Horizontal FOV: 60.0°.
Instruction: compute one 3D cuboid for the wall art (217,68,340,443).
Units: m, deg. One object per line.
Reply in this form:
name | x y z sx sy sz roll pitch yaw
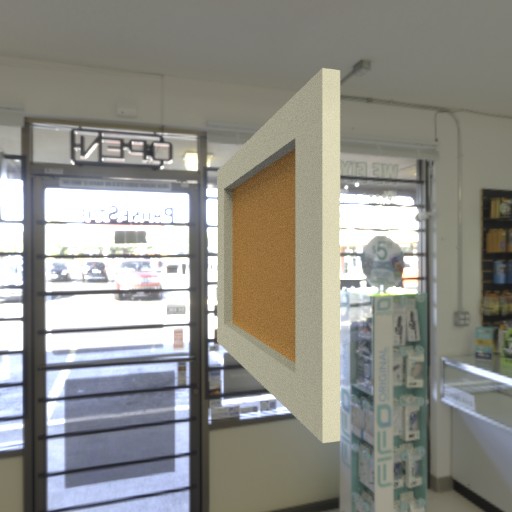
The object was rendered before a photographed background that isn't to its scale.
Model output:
wall art | 0.000 0.000 1.168 0.033 0.617 0.906 0 0 -16
